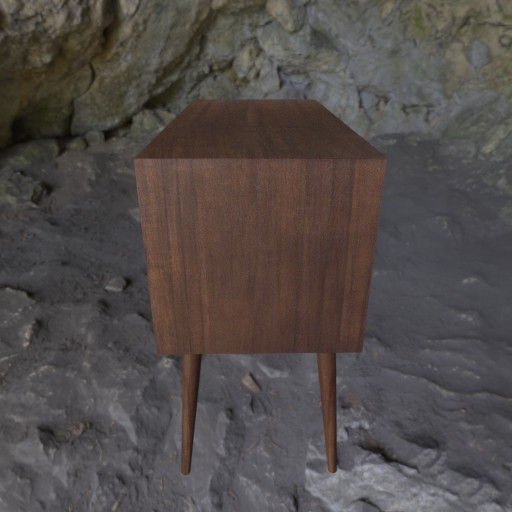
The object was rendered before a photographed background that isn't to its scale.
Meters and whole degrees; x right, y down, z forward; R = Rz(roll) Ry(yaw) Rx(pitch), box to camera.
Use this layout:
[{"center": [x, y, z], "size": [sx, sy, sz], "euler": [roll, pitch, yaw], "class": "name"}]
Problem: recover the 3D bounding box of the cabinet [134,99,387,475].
[{"center": [0.000, 0.000, 1.092], "size": [0.354, 0.654, 0.743], "euler": [0, 25, -1], "class": "cabinet"}]
